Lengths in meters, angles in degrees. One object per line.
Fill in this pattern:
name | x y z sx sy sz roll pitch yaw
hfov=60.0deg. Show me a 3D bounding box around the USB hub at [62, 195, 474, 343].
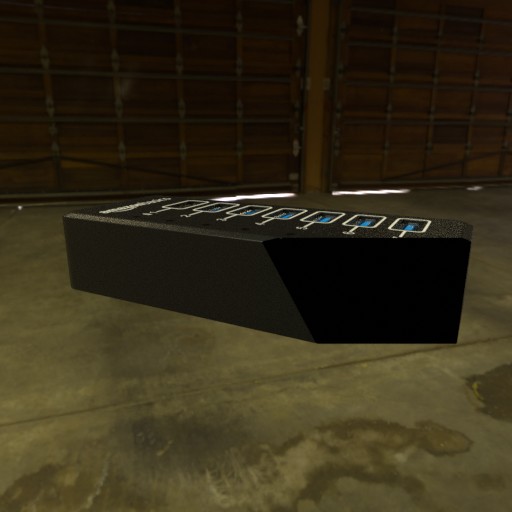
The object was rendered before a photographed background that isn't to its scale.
USB hub | 0.000 0.000 0.127 0.110 0.023 0.044 8 18 26
